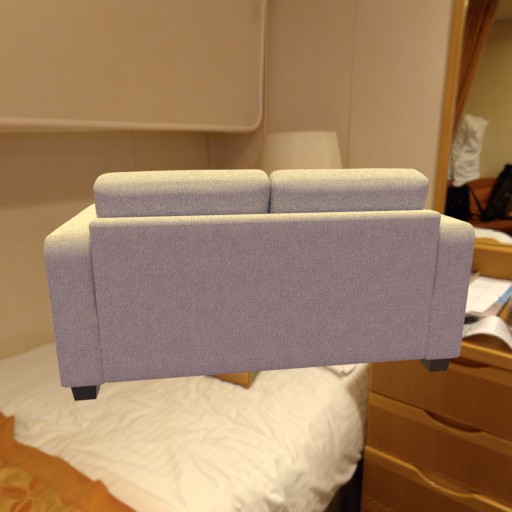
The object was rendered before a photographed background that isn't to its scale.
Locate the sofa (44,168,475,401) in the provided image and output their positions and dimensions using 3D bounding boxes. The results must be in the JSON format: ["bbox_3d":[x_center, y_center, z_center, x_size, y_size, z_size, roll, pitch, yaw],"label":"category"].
[{"bbox_3d":[0.000,0.000,1.990,1.540,0.800,0.900,-2,15,-8],"label":"sofa"}]
